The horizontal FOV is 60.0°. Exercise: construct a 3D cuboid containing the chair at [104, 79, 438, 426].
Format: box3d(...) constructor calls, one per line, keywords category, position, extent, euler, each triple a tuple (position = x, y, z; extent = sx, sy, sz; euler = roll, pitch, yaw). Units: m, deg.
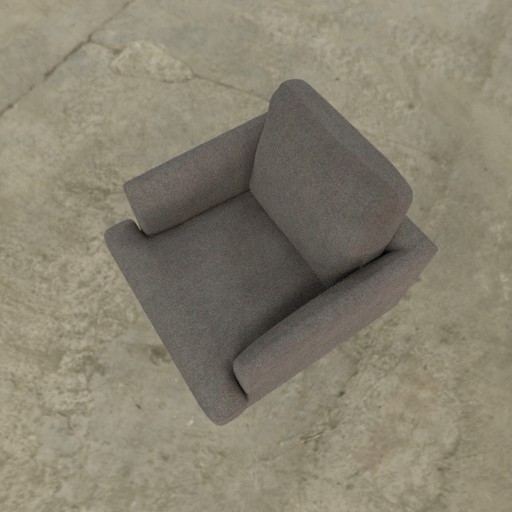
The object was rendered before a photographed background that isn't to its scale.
box3d(category="chair", position=(0.000, 0.000, 1.664), extent=(0.899, 0.957, 0.858), euler=(-31, 67, -15))
